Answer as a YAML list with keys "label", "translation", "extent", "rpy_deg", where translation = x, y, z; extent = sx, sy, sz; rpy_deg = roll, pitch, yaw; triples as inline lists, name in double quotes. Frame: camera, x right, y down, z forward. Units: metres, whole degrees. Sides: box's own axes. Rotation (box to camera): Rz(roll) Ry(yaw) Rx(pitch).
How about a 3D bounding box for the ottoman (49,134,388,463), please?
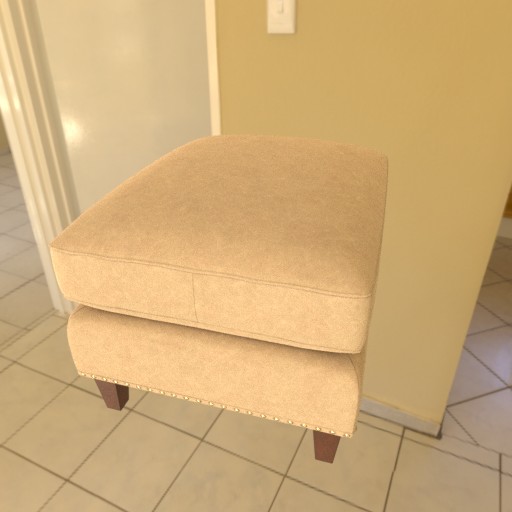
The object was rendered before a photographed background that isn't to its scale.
- label: "ottoman"
  translation: [0.000, 0.000, 1.104]
  extent: [0.584, 0.513, 0.741]
  rpy_deg: [8, 30, 14]
